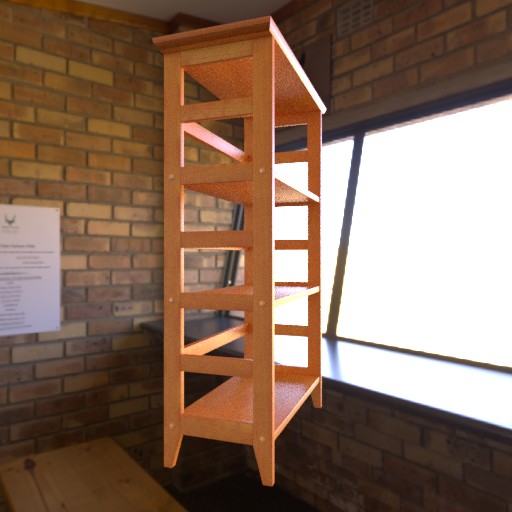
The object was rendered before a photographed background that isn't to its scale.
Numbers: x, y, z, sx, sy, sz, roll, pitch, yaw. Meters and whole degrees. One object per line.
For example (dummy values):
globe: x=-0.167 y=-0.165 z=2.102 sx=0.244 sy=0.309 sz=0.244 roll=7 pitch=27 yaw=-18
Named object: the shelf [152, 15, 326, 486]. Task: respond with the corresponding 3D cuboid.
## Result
shelf: x=0.000 y=0.000 z=1.345 sx=0.305 sy=1.067 sz=0.660 roll=0 pitch=0 yaw=20
